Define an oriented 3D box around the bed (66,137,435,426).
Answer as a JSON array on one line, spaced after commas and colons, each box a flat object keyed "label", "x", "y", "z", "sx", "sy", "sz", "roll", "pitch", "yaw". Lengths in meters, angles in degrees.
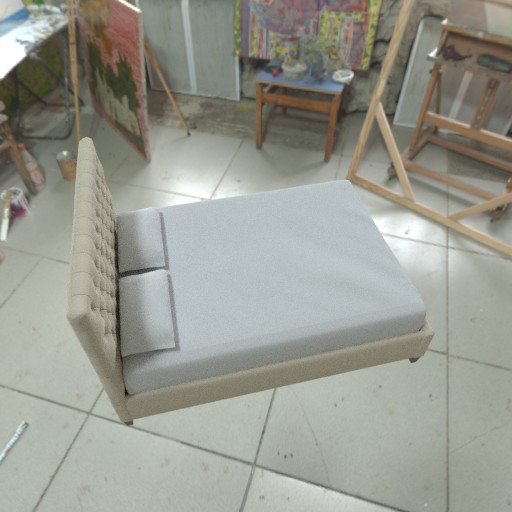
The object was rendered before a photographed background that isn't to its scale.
[{"label": "bed", "x": 0.000, "y": 0.000, "z": 3.479, "sx": 2.387, "sy": 1.427, "sz": 1.698, "roll": -10, "pitch": 48, "yaw": -9}]
